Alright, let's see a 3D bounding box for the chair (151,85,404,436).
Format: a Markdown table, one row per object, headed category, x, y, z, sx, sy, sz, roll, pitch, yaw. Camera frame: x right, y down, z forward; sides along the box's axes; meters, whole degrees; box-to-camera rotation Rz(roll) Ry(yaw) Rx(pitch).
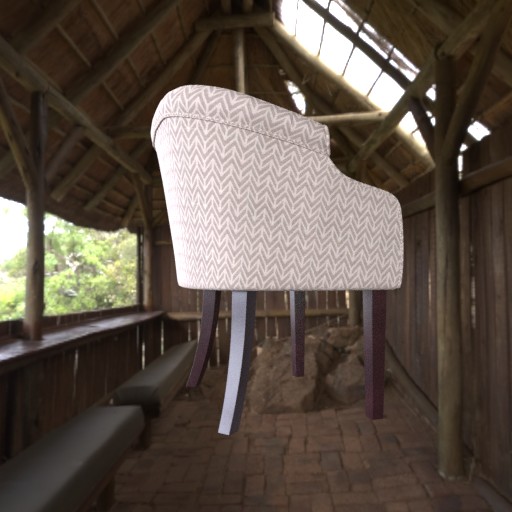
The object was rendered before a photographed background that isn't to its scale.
| category | x | y | z | sx | sy | sz | roll | pitch | yaw |
| --- | --- | --- | --- | --- | --- | --- | --- | --- | --- |
| chair | 0.000 | 0.000 | 1.330 | 0.613 | 0.858 | 0.686 | 1 | -2 | -18 |
